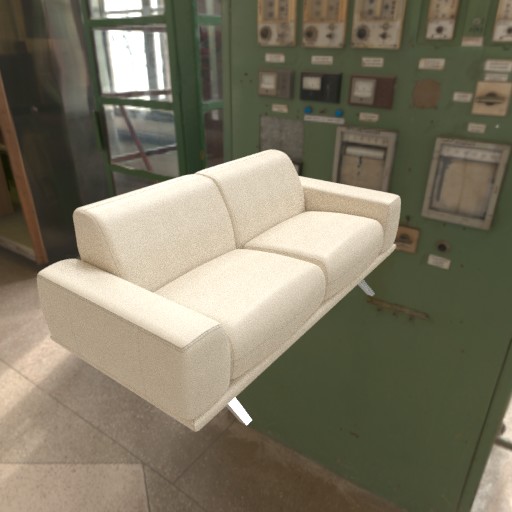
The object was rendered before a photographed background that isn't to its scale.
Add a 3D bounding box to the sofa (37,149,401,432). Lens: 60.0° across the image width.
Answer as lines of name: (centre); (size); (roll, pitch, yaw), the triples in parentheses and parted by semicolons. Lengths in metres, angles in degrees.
sofa: (0.000, 0.000, 2.327); (0.900, 0.772, 1.901); (18, 31, 32)
